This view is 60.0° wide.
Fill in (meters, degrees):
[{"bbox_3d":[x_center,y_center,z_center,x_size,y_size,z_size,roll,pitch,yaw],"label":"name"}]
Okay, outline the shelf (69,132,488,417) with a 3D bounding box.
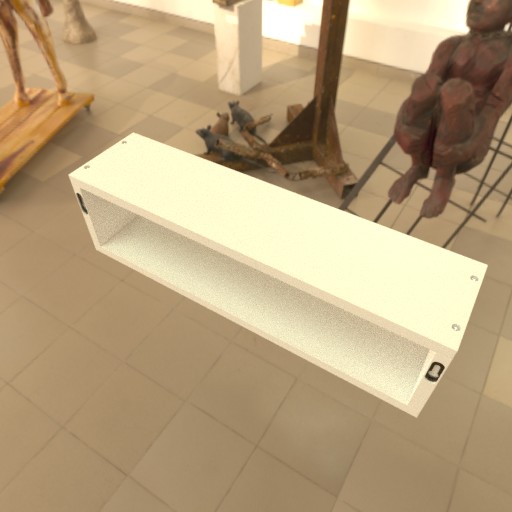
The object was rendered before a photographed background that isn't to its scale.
[{"bbox_3d":[0.000,0.000,0.699,0.610,0.170,0.150,24,51,21],"label":"shelf"}]
